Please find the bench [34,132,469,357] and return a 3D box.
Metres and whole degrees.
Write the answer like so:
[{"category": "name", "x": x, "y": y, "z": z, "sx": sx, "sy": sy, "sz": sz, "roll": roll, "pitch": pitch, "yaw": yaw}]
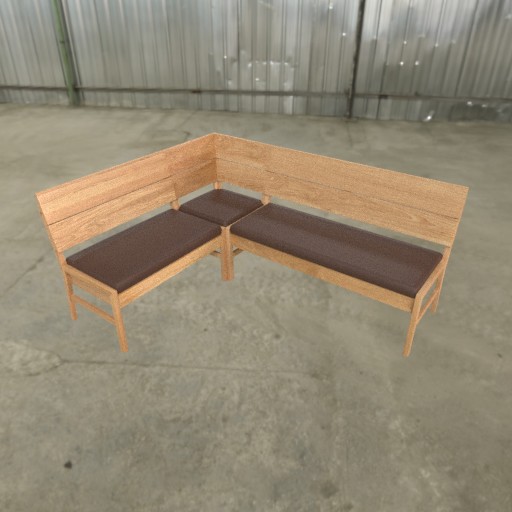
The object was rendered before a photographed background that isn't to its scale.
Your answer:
[{"category": "bench", "x": 0.000, "y": 0.000, "z": 2.766, "sx": 1.975, "sy": 0.890, "sz": 1.549, "roll": 20, "pitch": 36, "yaw": 30}]
